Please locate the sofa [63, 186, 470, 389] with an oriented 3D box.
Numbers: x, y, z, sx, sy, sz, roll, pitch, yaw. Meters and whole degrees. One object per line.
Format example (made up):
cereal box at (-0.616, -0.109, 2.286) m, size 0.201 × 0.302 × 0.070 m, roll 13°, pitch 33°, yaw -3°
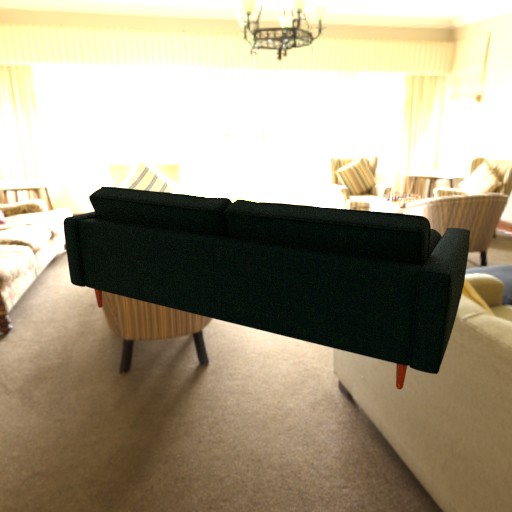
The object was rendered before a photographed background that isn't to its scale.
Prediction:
sofa at (0.000, 0.000, 2.615) m, size 2.210 × 0.762 × 0.914 m, roll 9°, pitch 19°, yaw 28°
